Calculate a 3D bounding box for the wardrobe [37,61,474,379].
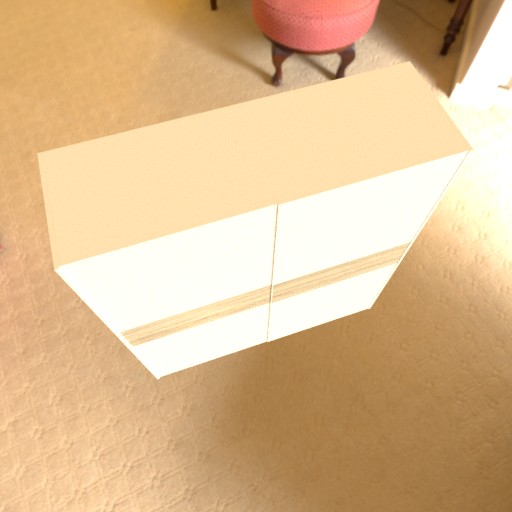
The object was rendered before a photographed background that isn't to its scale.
[{"bbox_3d":[0.000,0.000,2.854,1.830,2.020,0.600,-17,64,-8],"label":"wardrobe"}]
